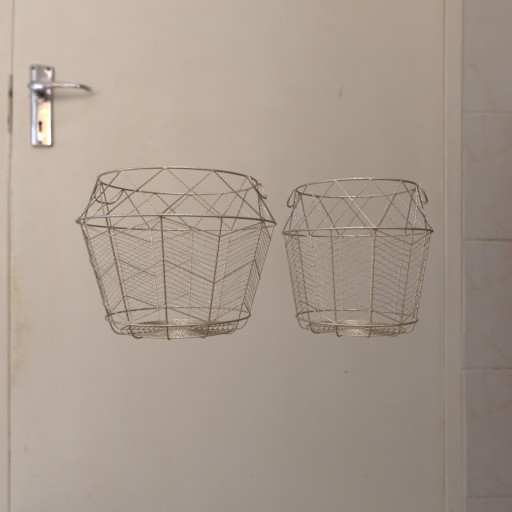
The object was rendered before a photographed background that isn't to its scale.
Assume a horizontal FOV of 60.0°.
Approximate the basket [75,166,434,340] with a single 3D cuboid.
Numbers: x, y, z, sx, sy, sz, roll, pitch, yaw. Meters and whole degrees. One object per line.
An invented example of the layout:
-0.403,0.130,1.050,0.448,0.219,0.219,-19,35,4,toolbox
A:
0.000,0.000,1.033,0.805,0.343,0.451,0,0,-1,basket
